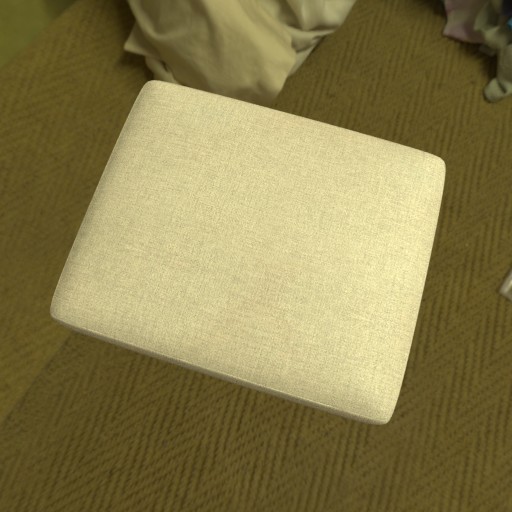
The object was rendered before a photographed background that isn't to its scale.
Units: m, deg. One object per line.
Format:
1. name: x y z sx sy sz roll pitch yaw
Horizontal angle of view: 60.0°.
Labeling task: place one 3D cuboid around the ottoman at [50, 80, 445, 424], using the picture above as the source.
1. ottoman: 0.000 0.000 1.223 0.820 0.490 0.671 16 76 4
